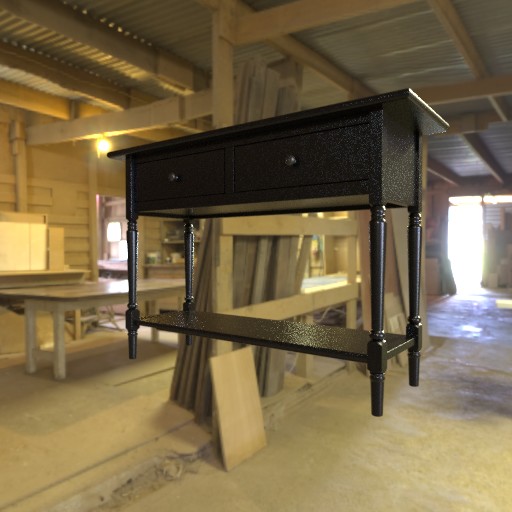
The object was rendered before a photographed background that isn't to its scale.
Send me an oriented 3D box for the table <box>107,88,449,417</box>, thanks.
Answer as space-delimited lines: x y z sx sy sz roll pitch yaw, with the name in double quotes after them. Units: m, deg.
0.000 0.000 1.564 1.191 0.819 0.386 1 1 37 "table"
